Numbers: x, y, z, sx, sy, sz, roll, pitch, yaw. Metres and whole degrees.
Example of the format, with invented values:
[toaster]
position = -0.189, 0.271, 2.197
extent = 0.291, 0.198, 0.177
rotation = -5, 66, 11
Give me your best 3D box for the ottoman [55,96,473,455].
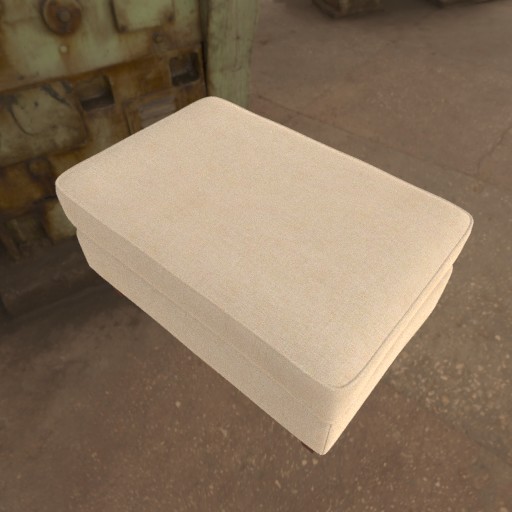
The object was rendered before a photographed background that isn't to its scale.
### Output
[ottoman]
position = 0.000, 0.000, 1.189
extent = 0.862, 0.484, 0.583
rotation = 32, 56, 26
